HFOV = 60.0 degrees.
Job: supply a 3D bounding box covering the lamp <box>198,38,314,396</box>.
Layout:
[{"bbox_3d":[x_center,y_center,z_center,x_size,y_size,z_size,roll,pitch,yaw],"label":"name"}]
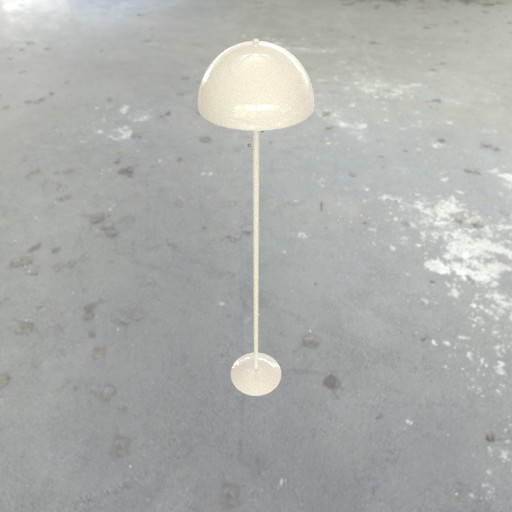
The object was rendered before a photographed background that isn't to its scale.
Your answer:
[{"bbox_3d":[0.000,0.000,1.629,0.328,1.480,0.328,0,41,0],"label":"lamp"}]
